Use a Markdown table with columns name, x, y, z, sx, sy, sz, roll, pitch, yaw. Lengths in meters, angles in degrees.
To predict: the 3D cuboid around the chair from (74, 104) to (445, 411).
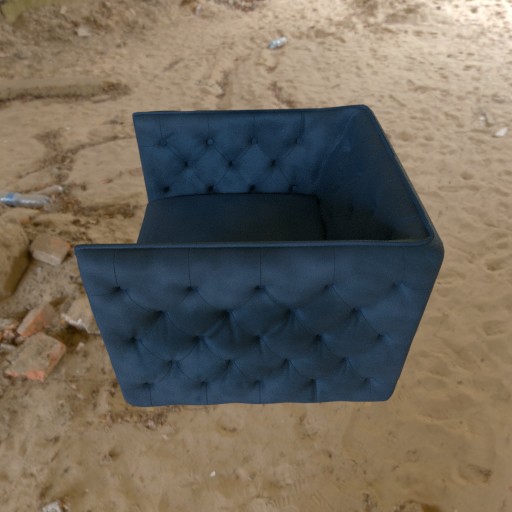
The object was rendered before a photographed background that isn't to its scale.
| name | x | y | z | sx | sy | sz | roll | pitch | yaw |
| --- | --- | --- | --- | --- | --- | --- | --- | --- | --- |
| chair | 0.000 | 0.000 | 1.551 | 0.877 | 0.771 | 0.868 | -1 | 42 | -1 |
